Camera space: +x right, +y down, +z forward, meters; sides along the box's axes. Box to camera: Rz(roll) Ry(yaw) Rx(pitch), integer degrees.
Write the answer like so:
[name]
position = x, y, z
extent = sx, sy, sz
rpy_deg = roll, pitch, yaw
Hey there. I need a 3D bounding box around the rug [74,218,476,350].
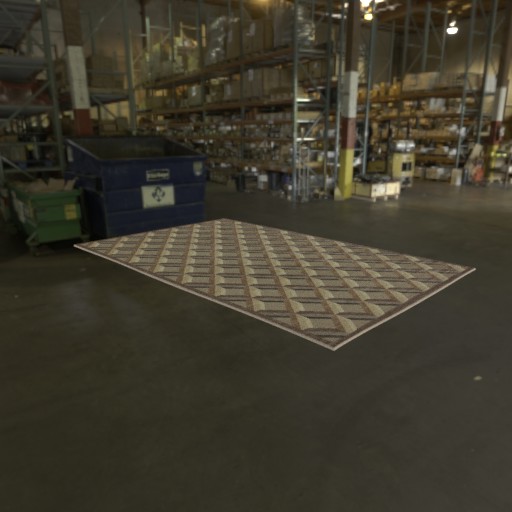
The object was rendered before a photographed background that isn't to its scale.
[rug]
position = 0.000, 0.000, 2.153
extent = 1.677, 0.011, 1.066
rpy_deg = 15, 21, 43
